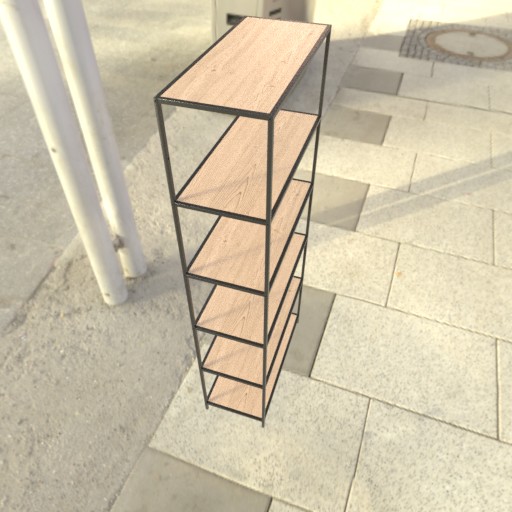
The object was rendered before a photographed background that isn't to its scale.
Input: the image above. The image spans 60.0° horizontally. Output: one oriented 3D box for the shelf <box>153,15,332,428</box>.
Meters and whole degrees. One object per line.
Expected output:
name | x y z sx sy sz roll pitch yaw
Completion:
shelf | 0.000 0.000 2.107 0.350 1.850 0.770 13 46 13
